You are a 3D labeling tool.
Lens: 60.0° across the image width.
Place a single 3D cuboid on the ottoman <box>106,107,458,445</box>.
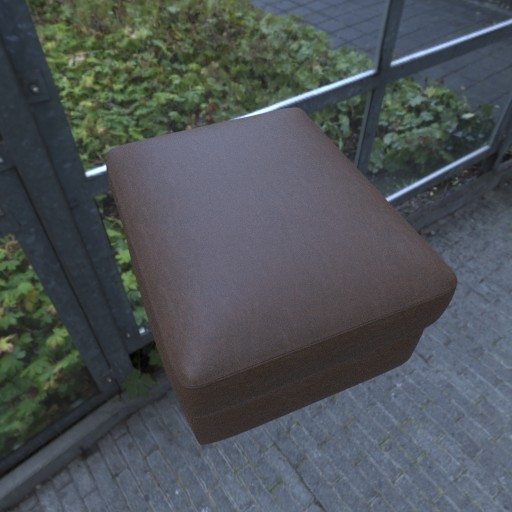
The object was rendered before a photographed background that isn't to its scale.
[{"bbox_3d":[0.000,0.000,1.195,0.635,0.508,0.787,-17,50,-15],"label":"ottoman"}]
